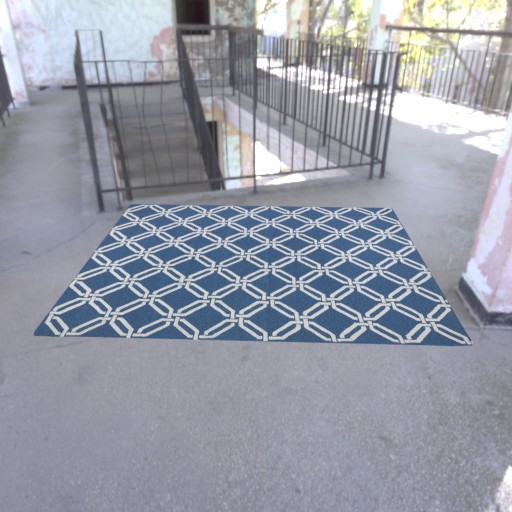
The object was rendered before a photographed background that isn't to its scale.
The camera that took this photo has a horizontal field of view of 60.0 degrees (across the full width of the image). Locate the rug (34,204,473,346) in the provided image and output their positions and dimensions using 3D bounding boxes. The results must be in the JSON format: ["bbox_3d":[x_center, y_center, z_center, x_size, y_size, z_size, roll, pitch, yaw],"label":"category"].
[{"bbox_3d":[0.000,0.000,3.856,2.867,0.020,2.277,1,29,2],"label":"rug"}]
